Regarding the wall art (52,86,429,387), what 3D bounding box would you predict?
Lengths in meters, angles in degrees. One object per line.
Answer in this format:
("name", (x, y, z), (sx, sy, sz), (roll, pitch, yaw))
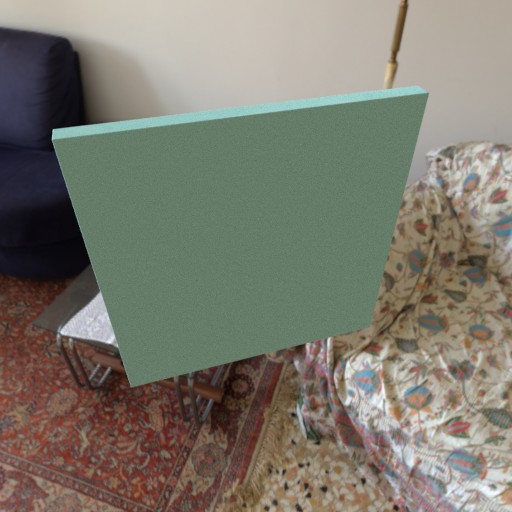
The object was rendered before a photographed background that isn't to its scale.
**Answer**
("wall art", (0.000, 0.000, 0.890), (0.603, 0.603, 0.036), (-11, 42, -13))
